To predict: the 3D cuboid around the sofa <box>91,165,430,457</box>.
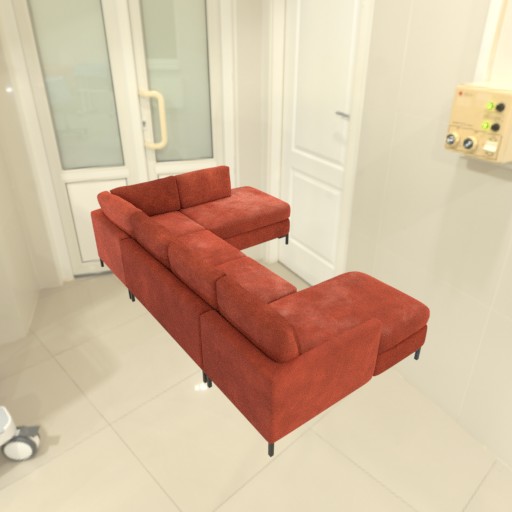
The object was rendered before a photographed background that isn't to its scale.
[{"bbox_3d":[0.000,0.000,3.956,1.981,0.858,2.971,-19,34,-32],"label":"sofa"}]
